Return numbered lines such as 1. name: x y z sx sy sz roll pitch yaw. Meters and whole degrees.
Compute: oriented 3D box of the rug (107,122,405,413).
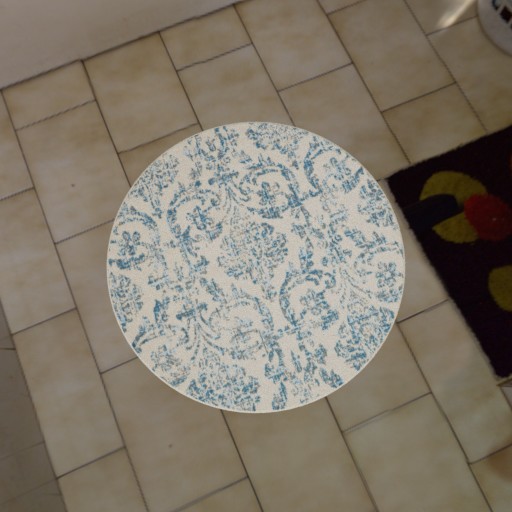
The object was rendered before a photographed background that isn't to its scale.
1. rug: 0.000 0.000 2.371 1.593 0.012 1.593 0 77 0
